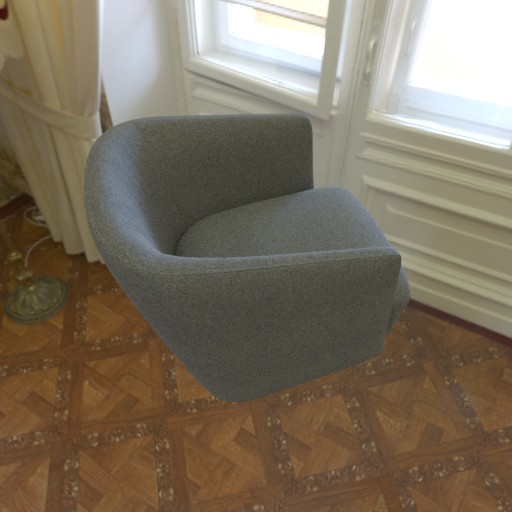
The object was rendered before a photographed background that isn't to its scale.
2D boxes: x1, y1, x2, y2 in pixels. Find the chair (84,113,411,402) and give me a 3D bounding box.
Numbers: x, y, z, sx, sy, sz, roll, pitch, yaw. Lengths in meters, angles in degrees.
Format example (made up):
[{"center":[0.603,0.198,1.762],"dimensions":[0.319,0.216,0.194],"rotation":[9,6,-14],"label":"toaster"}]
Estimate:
[{"center":[0.000,0.000,1.607],"dimensions":[0.986,0.861,0.822],"rotation":[-10,47,-10],"label":"chair"}]
